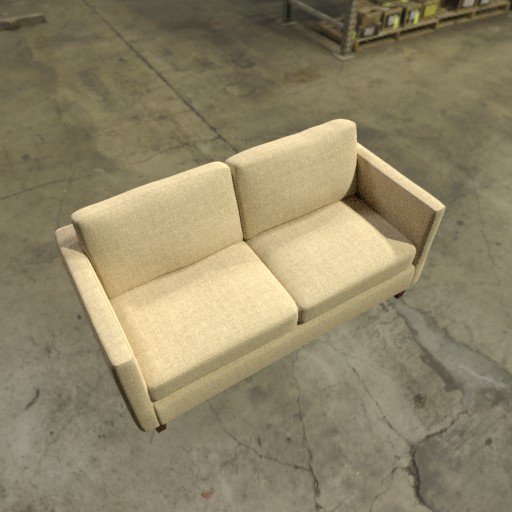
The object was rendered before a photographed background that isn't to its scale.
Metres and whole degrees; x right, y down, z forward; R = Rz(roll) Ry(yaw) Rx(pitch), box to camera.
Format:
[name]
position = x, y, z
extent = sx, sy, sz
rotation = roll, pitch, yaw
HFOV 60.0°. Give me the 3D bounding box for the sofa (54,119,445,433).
[sofa]
position = 0.000, 0.000, 2.504
extent = 1.884, 0.963, 0.950
rotation = -24, 51, -21
